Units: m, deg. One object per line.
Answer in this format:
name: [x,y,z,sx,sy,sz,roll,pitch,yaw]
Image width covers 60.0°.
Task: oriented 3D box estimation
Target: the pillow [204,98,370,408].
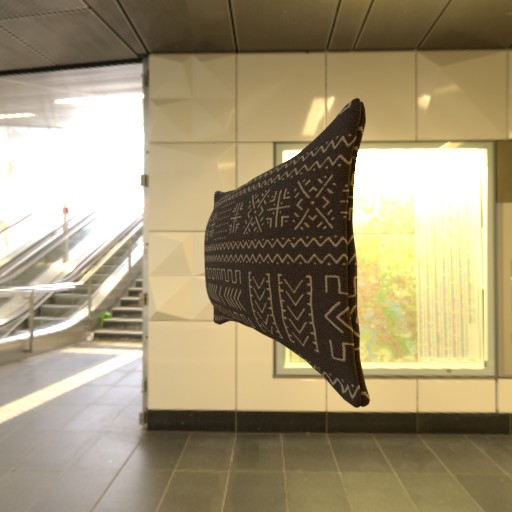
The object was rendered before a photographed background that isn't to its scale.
pillow: [0.000,0.000,0.763,0.135,0.322,0.667,0,-1,-18]
